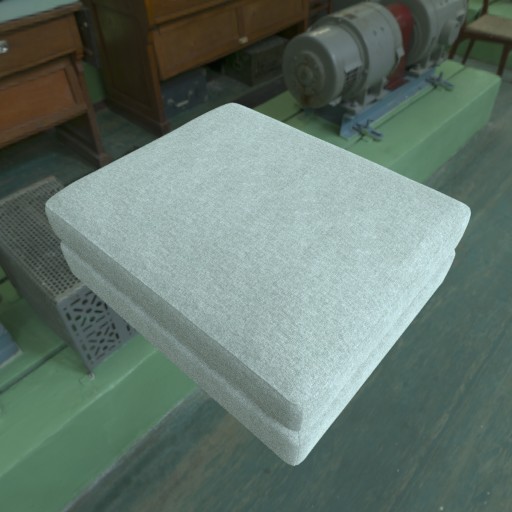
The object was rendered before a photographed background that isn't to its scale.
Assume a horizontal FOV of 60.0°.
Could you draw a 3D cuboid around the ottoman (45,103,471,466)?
[{"bbox_3d":[0.000,0.000,1.199,0.821,0.474,0.693,33,54,27],"label":"ottoman"}]
